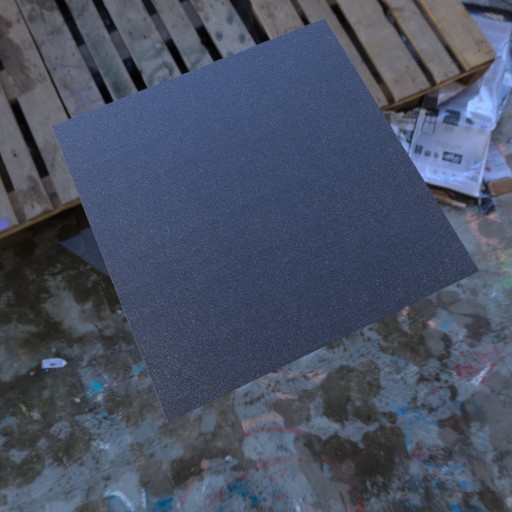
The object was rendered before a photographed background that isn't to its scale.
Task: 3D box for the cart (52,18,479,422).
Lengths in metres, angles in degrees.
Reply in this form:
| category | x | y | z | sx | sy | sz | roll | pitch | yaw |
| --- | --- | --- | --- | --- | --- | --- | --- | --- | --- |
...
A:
| category | x | y | z | sx | sy | sz | roll | pitch | yaw |
| --- | --- | --- | --- | --- | --- | --- | --- | --- | --- |
| cart | 0.000 | 0.000 | 1.085 | 0.520 | 0.762 | 0.521 | -24 | 76 | -6 |
